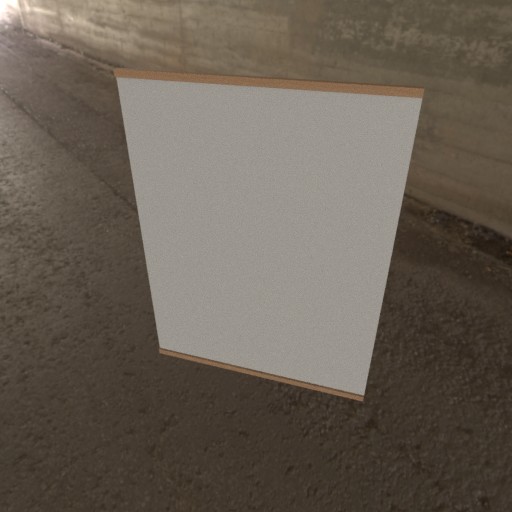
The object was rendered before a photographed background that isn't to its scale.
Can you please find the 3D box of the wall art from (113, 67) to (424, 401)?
[{"bbox_3d":[0.000,0.000,0.798,0.459,0.608,0.012,10,34,14],"label":"wall art"}]
